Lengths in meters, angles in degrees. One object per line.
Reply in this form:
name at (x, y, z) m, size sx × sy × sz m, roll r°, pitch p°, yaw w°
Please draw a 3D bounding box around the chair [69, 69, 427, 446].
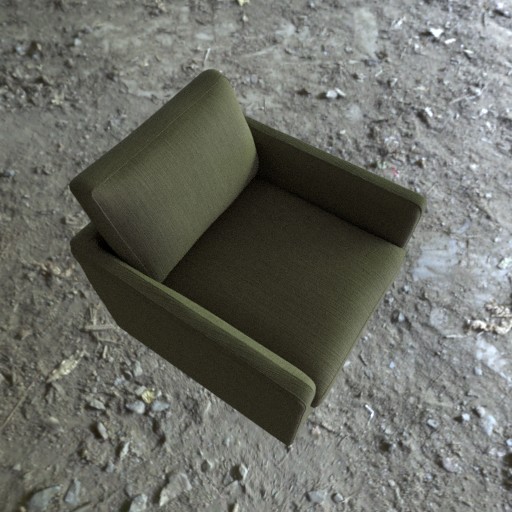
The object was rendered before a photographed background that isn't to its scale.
chair at (0.000, 0.000, 1.465) m, size 0.834 × 0.811 × 0.763 m, roll 30°, pitch 62°, yaw 17°
